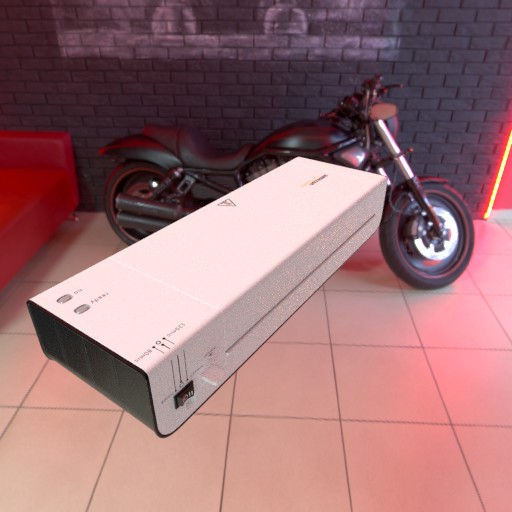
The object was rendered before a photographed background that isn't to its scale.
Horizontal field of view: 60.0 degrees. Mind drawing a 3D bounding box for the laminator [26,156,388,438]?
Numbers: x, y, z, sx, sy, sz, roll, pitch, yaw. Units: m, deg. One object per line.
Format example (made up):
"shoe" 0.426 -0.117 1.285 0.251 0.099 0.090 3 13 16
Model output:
"laminator" 0.000 0.000 0.388 0.123 0.062 0.340 20 37 30
